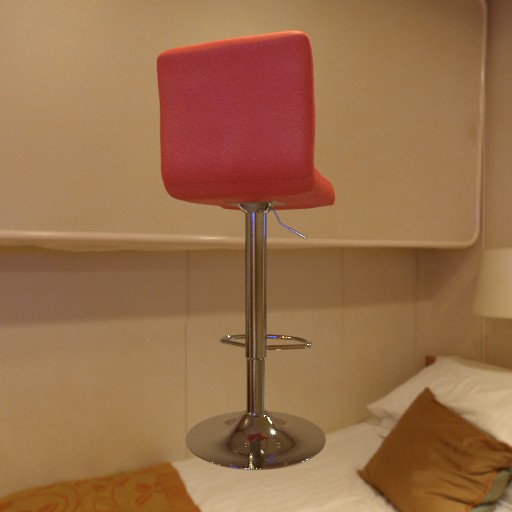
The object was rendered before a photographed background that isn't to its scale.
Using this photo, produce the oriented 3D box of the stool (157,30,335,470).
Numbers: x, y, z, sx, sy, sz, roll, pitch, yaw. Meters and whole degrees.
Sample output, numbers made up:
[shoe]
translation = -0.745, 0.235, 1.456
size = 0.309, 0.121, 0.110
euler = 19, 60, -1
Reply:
[stool]
translation = 0.000, 0.000, 1.358
size = 0.430, 1.115, 0.505
euler = 0, 0, 17
